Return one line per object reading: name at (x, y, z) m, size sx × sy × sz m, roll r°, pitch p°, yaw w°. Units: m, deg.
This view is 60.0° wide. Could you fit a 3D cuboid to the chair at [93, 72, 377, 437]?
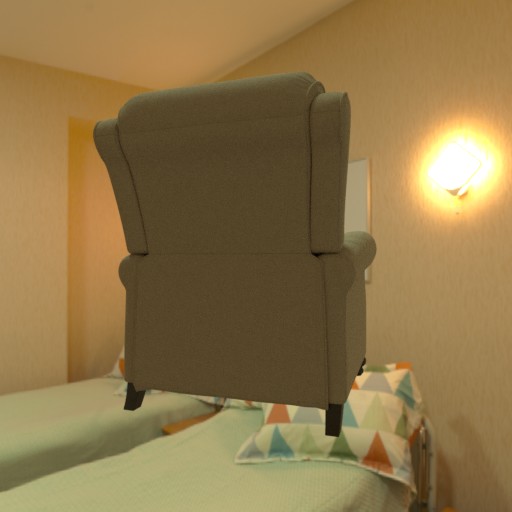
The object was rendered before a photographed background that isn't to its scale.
chair at (0.000, 0.000, 1.704) m, size 0.859 × 1.046 × 0.919 m, roll 0°, pitch 0°, yaw 19°
